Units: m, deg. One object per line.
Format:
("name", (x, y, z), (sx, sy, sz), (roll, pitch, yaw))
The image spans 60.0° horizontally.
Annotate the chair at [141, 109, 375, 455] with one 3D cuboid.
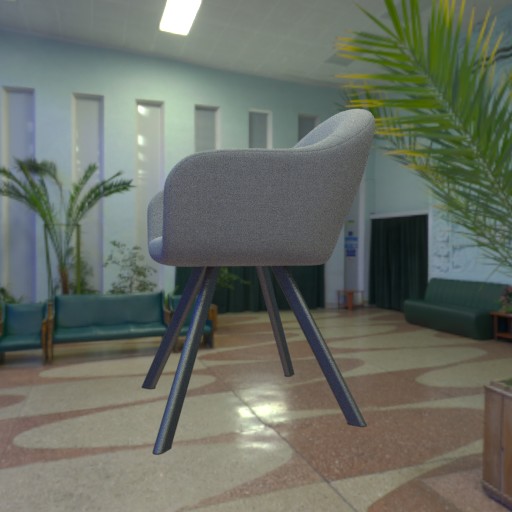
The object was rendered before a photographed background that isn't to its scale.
("chair", (0.000, 0.000, 1.175), (0.570, 0.780, 0.540), (0, 1, -17))
